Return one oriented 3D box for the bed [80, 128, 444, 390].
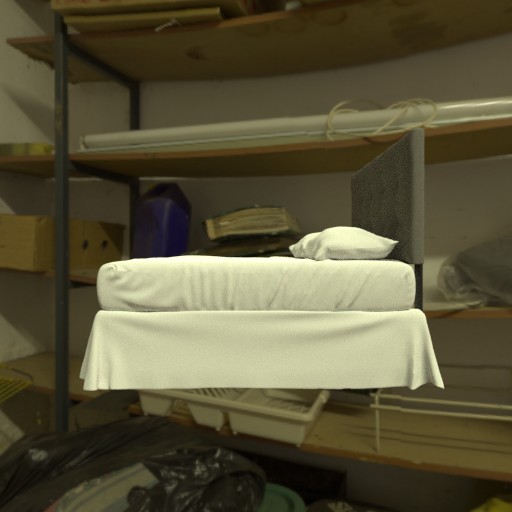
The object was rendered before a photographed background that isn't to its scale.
[{"bbox_3d":[0.000,0.000,3.498,2.222,1.577,1.936,0,0,-1],"label":"bed"}]
